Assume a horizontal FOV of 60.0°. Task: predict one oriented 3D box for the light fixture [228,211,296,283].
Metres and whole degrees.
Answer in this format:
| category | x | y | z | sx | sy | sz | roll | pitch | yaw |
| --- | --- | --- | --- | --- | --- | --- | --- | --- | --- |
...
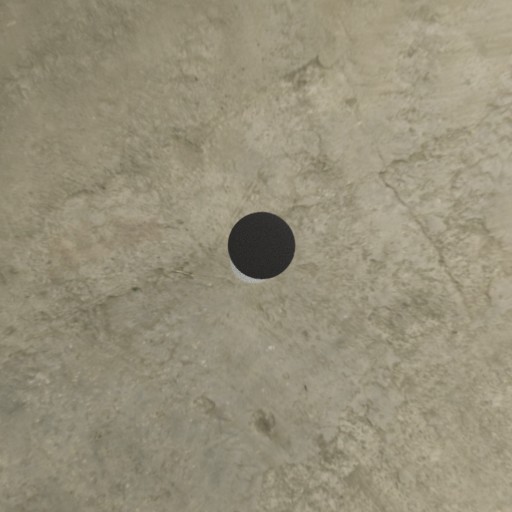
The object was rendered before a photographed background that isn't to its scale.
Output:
| category | x | y | z | sx | sy | sz | roll | pitch | yaw |
| --- | --- | --- | --- | --- | --- | --- | --- | --- | --- |
| light fixture | 0.000 | 0.000 | 2.054 | 0.304 | 1.867 | 0.305 | 0 | 88 | -1 |
